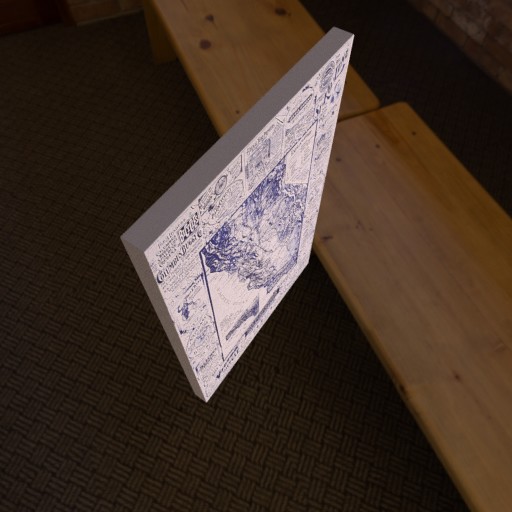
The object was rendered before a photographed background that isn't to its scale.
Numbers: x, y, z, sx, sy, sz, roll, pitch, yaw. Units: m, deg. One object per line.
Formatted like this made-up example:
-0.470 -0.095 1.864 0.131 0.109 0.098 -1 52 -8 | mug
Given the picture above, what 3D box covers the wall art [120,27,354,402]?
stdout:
0.000 0.000 0.949 0.039 0.753 0.511 31 64 17 | wall art
